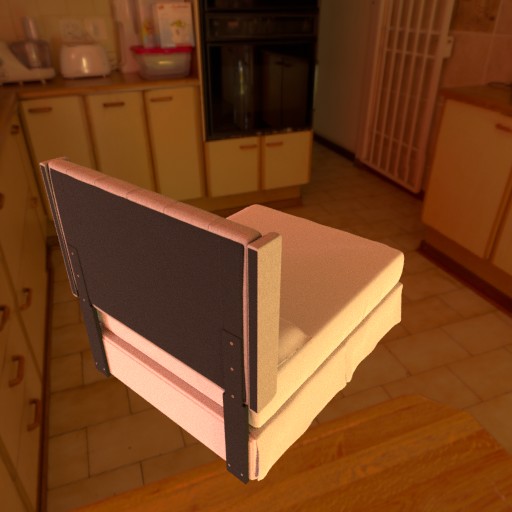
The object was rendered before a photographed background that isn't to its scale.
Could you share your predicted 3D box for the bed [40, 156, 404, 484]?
[{"bbox_3d":[0.000,0.000,3.320,1.719,1.665,2.066,22,37,33],"label":"bed"}]
